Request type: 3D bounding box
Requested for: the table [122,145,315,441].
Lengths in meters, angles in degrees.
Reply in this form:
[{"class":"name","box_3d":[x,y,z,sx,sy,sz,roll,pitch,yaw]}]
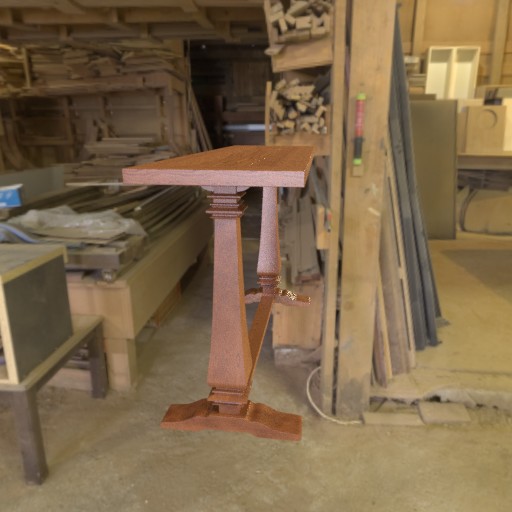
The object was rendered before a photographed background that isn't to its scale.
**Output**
[{"class":"table","box_3d":[0.000,0.000,1.879,0.461,0.852,1.478,2,16,8]}]
